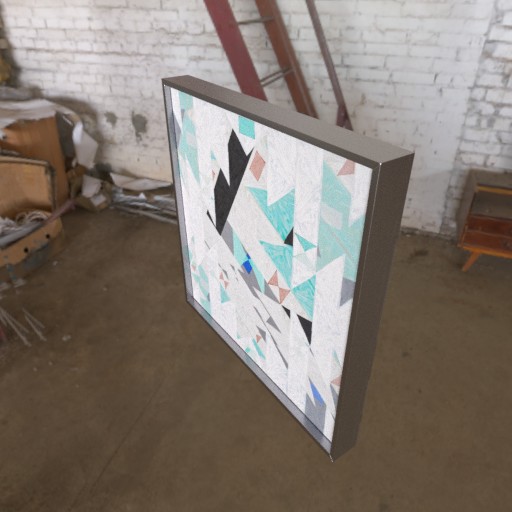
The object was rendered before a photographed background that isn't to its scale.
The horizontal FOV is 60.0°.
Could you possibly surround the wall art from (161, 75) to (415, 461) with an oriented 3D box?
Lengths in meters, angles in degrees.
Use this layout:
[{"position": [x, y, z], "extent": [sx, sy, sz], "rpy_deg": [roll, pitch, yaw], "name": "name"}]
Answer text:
[{"position": [0.000, 0.000, 0.529], "extent": [0.038, 0.350, 0.350], "rpy_deg": [-21, 38, -29], "name": "wall art"}]
